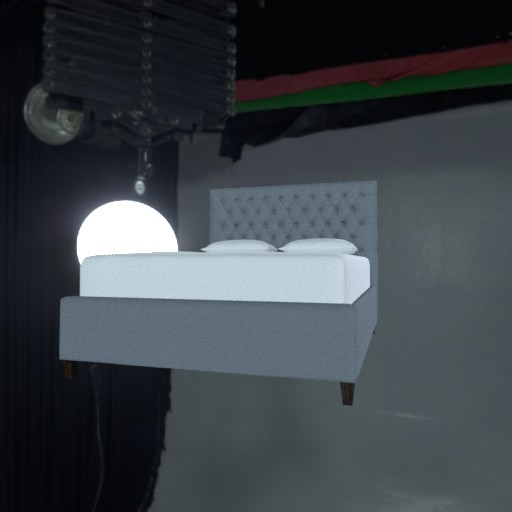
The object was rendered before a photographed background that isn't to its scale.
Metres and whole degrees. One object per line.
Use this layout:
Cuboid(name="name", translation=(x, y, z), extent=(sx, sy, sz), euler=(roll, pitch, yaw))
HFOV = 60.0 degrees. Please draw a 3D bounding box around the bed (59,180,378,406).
Cuboid(name="bed", translation=(0.000, 0.000, 3.346), extent=(1.698, 1.427, 2.231), euler=(0, -1, 18))
